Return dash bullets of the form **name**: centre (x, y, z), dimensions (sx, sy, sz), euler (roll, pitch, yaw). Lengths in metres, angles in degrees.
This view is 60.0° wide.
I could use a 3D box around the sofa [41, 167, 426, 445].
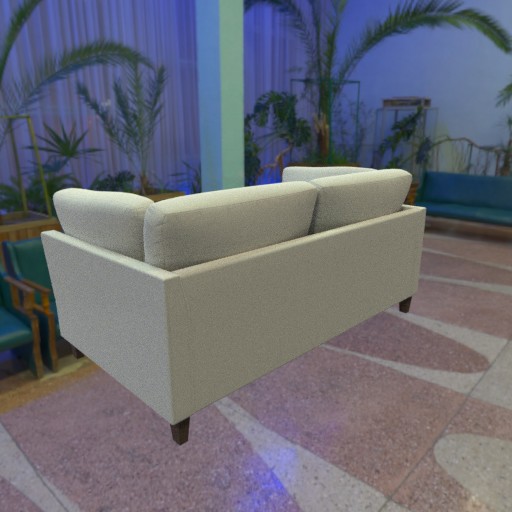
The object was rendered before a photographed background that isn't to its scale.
- **sofa**: centre (0.000, 0.000, 2.280), dimensions (1.776, 0.836, 0.970), euler (-15, 22, -42)
